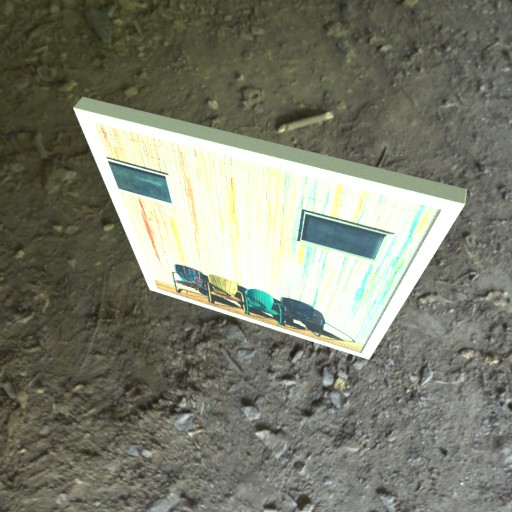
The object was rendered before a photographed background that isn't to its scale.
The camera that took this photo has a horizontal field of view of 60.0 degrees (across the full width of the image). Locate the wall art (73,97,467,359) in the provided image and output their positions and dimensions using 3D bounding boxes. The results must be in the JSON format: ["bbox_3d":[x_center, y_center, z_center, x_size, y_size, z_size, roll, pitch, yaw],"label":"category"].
[{"bbox_3d":[0.000,0.000,1.145,0.760,0.760,0.036,16,59,10],"label":"wall art"}]
